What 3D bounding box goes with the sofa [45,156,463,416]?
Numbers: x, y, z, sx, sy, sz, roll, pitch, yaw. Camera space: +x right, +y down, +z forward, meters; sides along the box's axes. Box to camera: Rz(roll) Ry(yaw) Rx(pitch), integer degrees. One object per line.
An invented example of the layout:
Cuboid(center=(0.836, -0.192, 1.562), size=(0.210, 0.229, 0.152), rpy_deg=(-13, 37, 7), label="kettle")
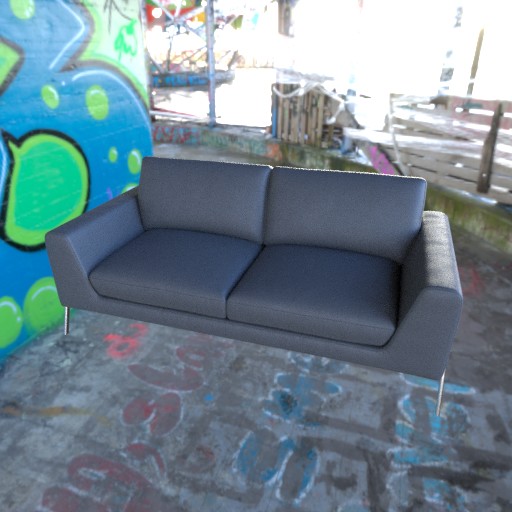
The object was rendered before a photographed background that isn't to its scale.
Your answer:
Cuboid(center=(0.000, 0.000, 2.461), size=(2.017, 0.875, 0.953), rpy_deg=(8, 27, 16), label="sofa")
